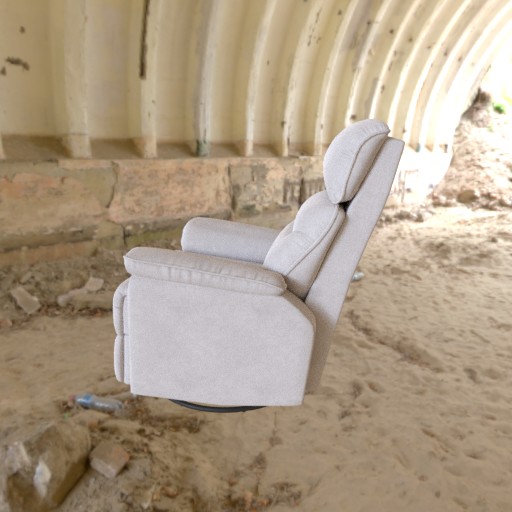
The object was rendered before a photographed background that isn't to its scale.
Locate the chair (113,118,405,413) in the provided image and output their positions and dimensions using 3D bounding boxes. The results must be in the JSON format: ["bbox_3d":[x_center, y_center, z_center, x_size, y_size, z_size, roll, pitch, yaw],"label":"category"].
[{"bbox_3d":[0.000,0.000,1.781,1.001,1.039,0.820,2,14,9],"label":"chair"}]
